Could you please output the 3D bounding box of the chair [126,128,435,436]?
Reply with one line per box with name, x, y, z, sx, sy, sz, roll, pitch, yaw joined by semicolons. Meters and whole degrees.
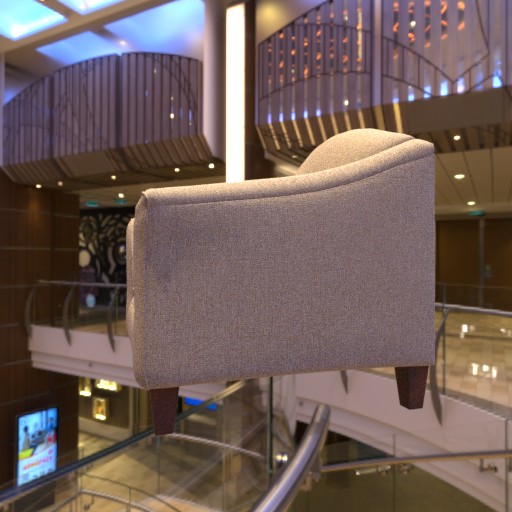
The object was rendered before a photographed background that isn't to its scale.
chair;0.000;0.000;1.424;0.787;0.839;0.763;0;0;-18
